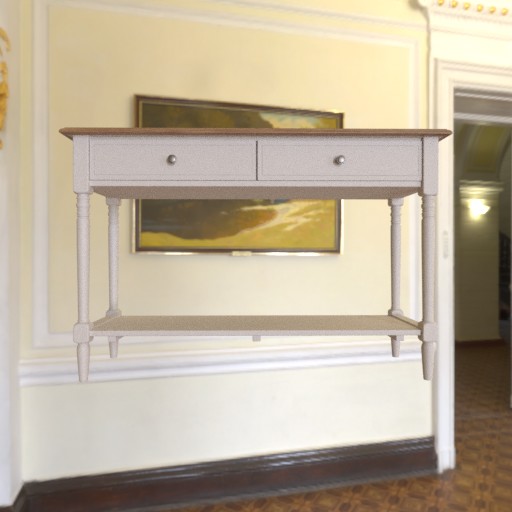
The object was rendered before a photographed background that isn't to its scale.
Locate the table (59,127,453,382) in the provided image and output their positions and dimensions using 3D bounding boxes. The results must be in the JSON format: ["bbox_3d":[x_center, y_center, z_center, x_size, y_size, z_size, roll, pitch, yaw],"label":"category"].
[{"bbox_3d":[0.000,0.000,1.574,1.219,0.800,0.399,0,0,-1],"label":"table"}]
